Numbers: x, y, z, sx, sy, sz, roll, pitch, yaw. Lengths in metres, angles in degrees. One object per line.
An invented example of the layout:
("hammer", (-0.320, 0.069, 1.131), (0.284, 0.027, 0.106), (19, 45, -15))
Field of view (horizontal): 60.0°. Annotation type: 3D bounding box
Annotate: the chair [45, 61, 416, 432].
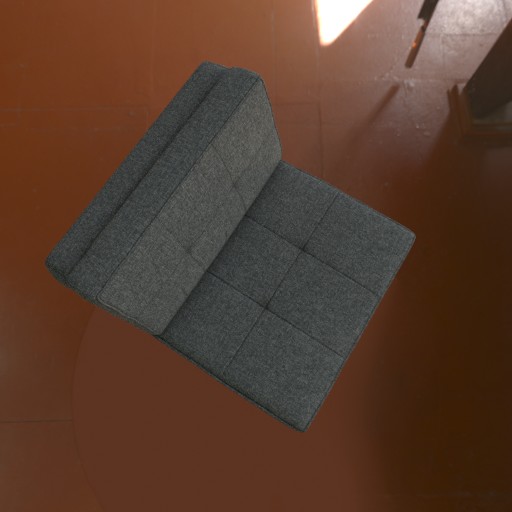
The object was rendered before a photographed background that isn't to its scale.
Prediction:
("chair", (0.000, 0.000, 1.336), (0.800, 0.615, 0.740), (32, 77, 8))
